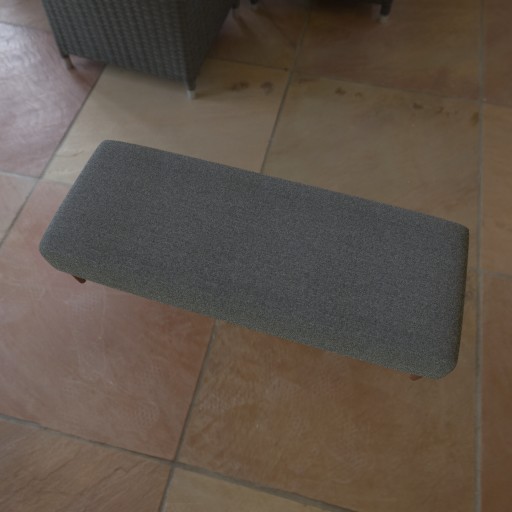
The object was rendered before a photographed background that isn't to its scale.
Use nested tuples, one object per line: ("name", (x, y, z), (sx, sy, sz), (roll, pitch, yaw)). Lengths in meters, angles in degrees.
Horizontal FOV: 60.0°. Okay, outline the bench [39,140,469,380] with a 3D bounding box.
("bench", (0.000, 0.000, 1.866), (1.598, 0.384, 0.631), (15, 63, 8))
